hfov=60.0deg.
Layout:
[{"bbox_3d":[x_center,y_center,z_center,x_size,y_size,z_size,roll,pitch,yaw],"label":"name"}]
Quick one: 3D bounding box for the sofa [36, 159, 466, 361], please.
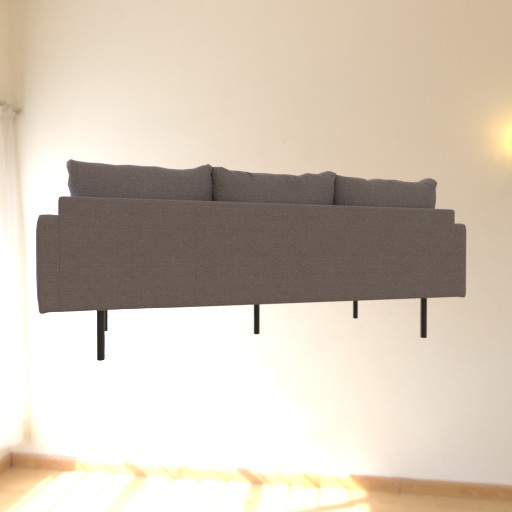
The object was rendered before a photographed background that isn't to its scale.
[{"bbox_3d":[0.000,0.000,2.363,2.000,0.830,0.850,0,1,-18],"label":"sofa"}]
